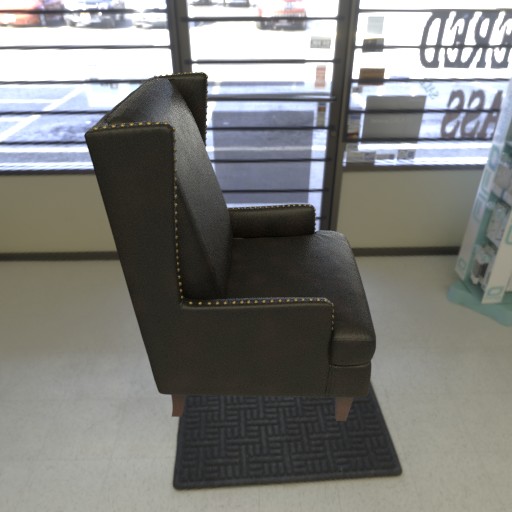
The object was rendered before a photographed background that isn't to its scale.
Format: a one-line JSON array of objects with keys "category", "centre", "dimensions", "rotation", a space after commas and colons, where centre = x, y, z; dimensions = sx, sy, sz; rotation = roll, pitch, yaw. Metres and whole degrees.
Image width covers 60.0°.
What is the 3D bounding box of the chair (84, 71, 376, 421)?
[{"category": "chair", "centre": [0.000, 0.000, 1.608], "dimensions": [0.799, 1.142, 0.703], "rotation": [1, 32, 1]}]
